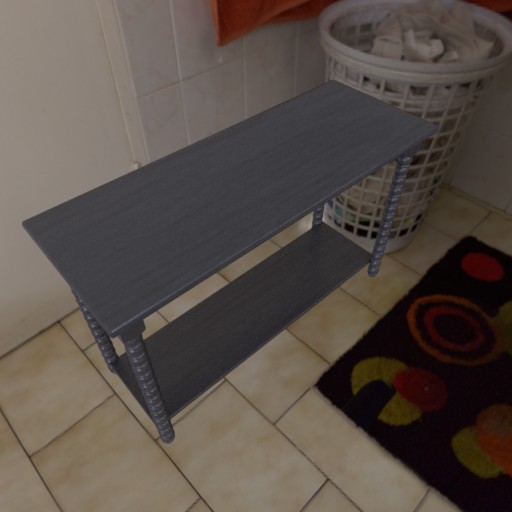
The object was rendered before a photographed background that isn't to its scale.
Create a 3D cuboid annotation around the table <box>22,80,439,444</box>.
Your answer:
[{"bbox_3d":[0.000,0.000,1.528,1.184,0.735,0.459,-33,55,-27],"label":"table"}]
